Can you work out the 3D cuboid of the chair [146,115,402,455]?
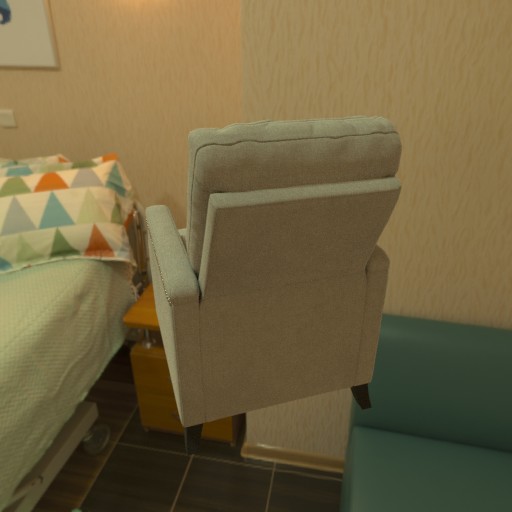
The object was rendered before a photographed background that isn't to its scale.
[{"bbox_3d":[0.000,0.000,1.605,0.710,1.049,0.922,-8,27,-16],"label":"chair"}]
